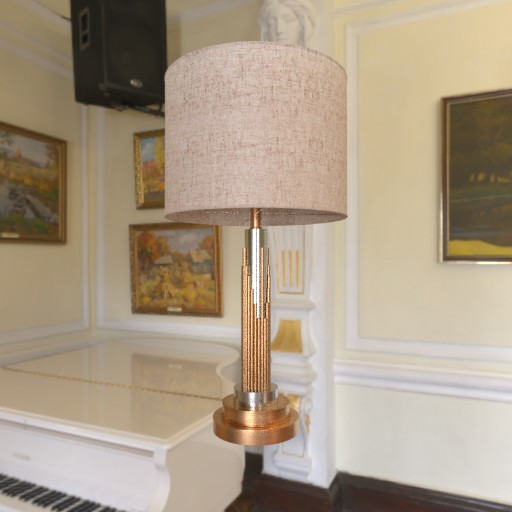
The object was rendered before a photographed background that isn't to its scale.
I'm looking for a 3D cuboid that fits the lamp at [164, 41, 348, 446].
[{"bbox_3d":[0.000,0.000,0.790,0.321,0.610,0.321,-1,-1,37],"label":"lamp"}]
